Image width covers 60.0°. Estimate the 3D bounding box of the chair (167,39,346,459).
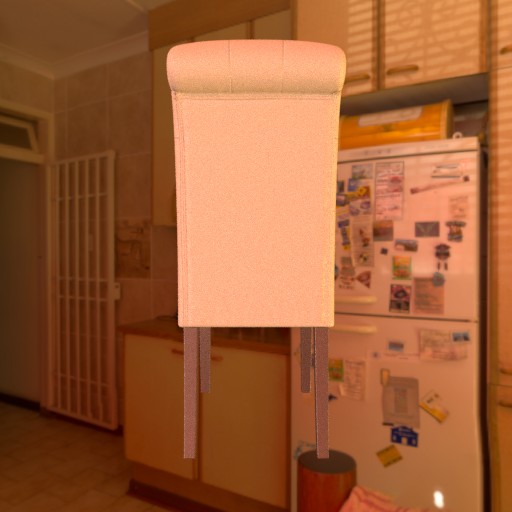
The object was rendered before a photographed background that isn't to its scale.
[{"bbox_3d":[0.000,0.000,1.324,0.456,1.006,0.671,0,1,0],"label":"chair"}]
